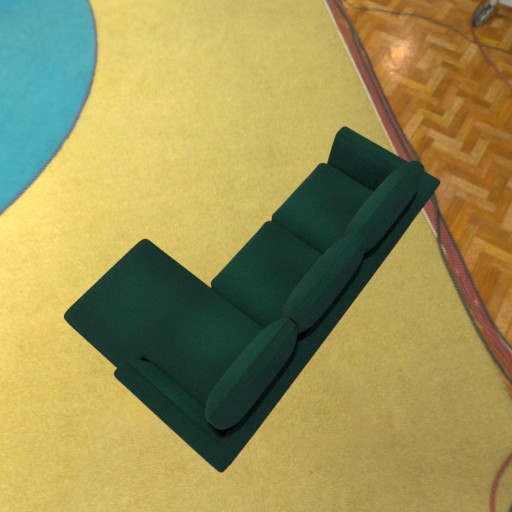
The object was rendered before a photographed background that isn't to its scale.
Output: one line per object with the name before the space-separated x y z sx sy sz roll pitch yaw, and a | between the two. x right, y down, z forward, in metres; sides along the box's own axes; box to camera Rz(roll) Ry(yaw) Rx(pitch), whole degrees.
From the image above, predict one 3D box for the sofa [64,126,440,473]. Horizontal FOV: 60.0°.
sofa | 0.000 0.000 3.190 1.489 1.007 2.441 36 69 16
